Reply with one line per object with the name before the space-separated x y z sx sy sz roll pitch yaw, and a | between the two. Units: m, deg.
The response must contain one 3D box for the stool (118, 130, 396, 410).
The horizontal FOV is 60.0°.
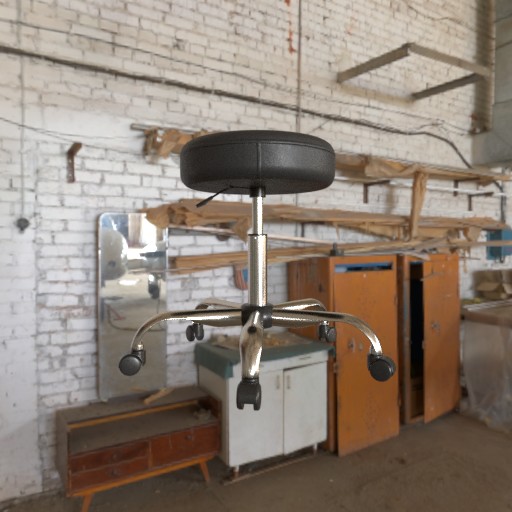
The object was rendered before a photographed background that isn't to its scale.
stool | 0.000 0.000 1.142 0.673 0.576 0.638 0 2 3
